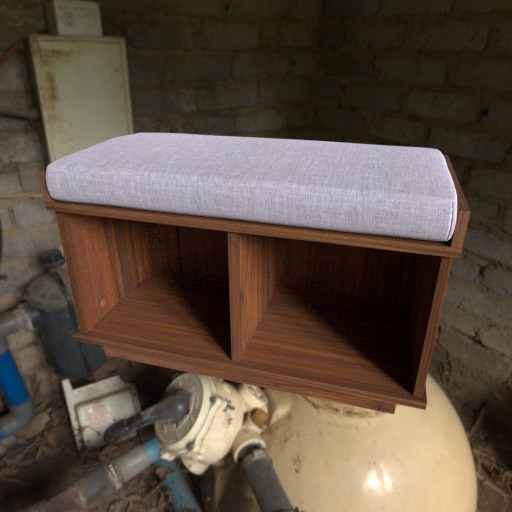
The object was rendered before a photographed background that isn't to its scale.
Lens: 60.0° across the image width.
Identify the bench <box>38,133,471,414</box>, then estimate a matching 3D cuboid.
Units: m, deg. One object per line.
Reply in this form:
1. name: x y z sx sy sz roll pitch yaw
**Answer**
1. bench: 0.000 0.000 0.956 0.734 0.461 0.362 7 27 14
